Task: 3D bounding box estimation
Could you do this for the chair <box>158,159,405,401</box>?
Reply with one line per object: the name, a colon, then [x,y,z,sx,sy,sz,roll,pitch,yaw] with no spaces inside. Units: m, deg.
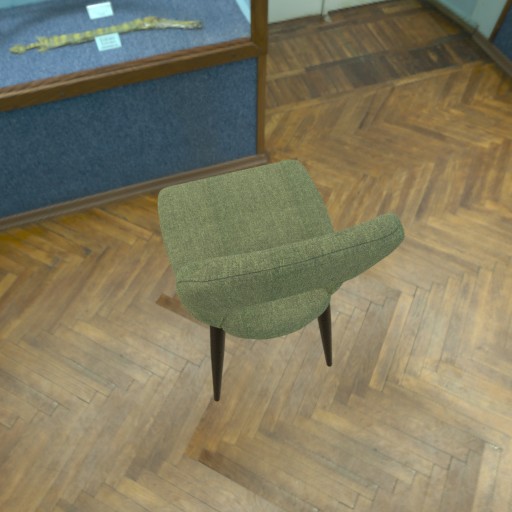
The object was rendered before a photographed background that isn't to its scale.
chair: [0.000,0.000,1.222,0.470,0.931,0.612,-14,60,-9]
